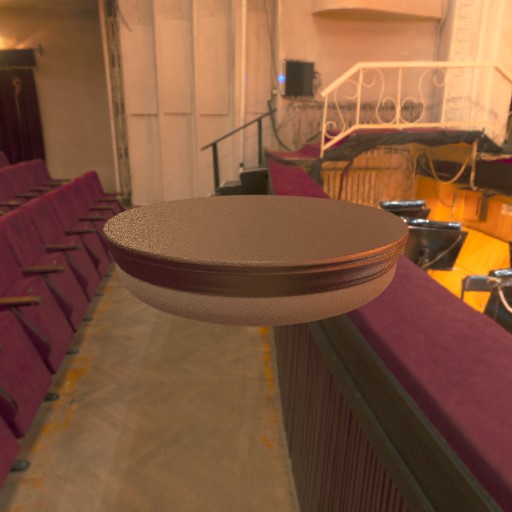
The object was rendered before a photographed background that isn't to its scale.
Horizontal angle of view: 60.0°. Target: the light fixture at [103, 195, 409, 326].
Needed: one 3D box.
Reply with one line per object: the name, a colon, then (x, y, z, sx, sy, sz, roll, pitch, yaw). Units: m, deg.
light fixture: (0.000, 0.000, 0.573, 0.368, 0.100, 0.368, 0, 17, 0)
